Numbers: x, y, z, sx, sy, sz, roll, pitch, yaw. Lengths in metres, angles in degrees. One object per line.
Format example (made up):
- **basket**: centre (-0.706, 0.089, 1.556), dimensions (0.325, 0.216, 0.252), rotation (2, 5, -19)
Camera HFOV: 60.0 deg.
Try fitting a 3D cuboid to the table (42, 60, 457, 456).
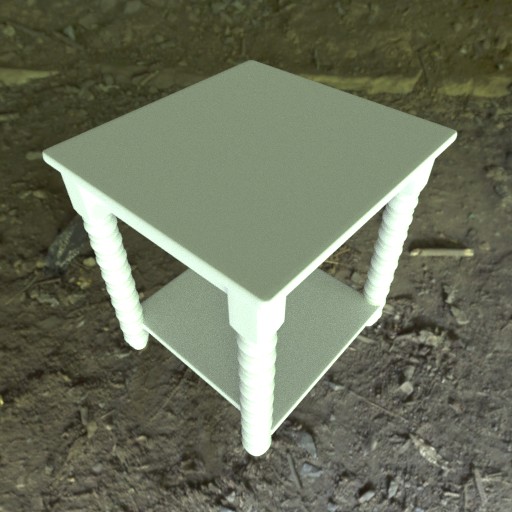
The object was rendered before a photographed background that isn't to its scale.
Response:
- **table**: centre (0.000, 0.000, 0.965), dimensions (0.500, 0.563, 0.533), rotation (32, 53, 28)
